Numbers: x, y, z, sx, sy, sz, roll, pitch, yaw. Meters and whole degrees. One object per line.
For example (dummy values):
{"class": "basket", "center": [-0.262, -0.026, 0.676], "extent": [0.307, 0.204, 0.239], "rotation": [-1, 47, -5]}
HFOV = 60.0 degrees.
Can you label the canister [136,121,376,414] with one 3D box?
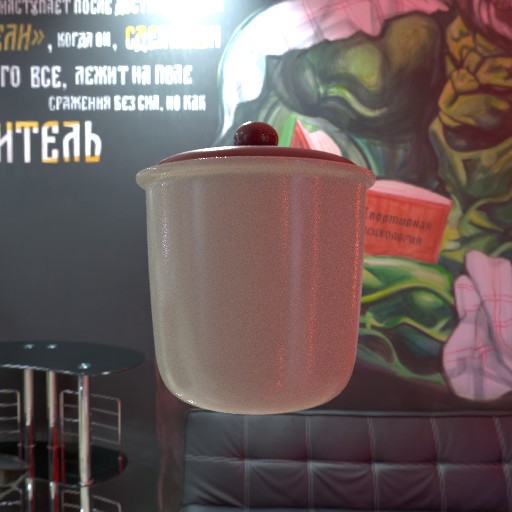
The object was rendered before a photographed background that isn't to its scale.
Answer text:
{"class": "canister", "center": [0.000, 0.000, 0.348], "extent": [0.182, 0.208, 0.182], "rotation": [0, 1, 0]}
